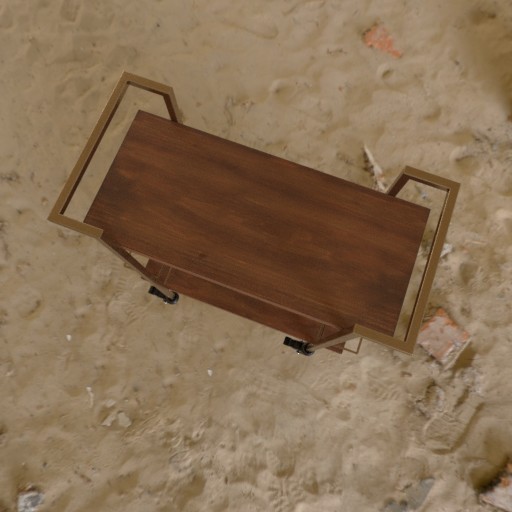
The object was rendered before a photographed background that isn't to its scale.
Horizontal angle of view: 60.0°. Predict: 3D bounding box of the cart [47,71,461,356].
[{"bbox_3d":[0.000,0.000,1.198,0.695,0.807,0.364,20,77,5],"label":"cart"}]
